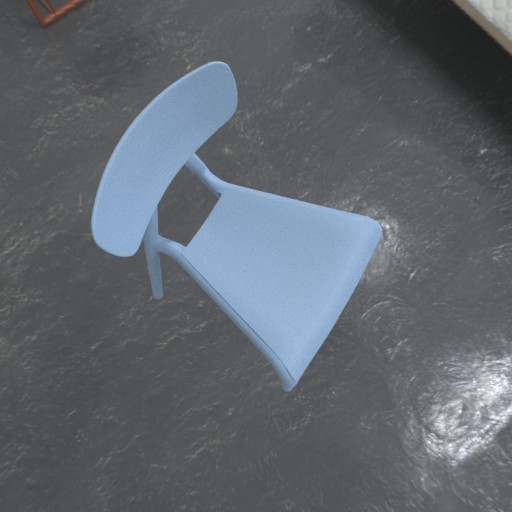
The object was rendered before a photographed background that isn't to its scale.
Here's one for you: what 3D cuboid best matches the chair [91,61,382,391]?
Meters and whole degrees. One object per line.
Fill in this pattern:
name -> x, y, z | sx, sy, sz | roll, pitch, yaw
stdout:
chair -> 0.000, 0.000, 0.805 | 0.401, 0.580, 0.356 | 31, 78, 7
